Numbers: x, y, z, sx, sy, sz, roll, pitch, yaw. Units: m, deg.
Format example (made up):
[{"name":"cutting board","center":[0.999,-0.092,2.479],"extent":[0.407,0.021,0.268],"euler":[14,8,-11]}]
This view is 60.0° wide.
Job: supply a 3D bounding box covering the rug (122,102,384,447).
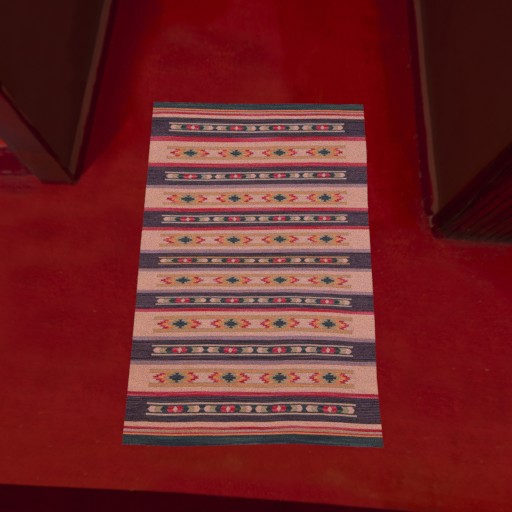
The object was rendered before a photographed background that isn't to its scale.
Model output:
[{"name":"rug","center":[0.000,0.000,2.889],"extent":[1.522,0.010,2.311],"euler":[1,74,0]}]
